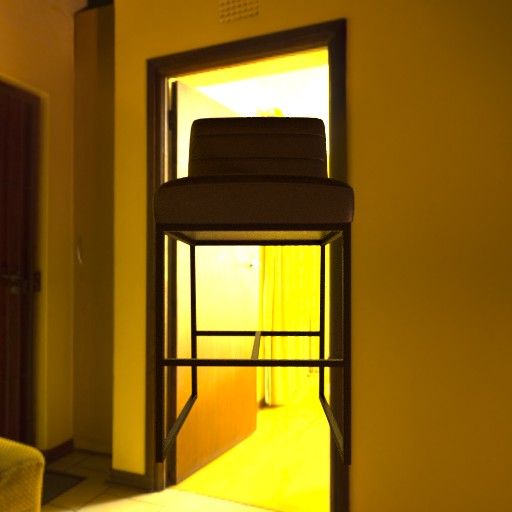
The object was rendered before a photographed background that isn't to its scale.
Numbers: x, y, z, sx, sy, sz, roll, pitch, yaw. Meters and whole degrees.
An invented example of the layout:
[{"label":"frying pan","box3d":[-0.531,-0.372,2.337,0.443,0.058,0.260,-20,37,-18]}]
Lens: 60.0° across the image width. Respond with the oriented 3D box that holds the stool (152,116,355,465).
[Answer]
[{"label":"stool","box3d":[0.000,0.000,1.248,0.457,0.938,0.552,0,-1,2]}]
